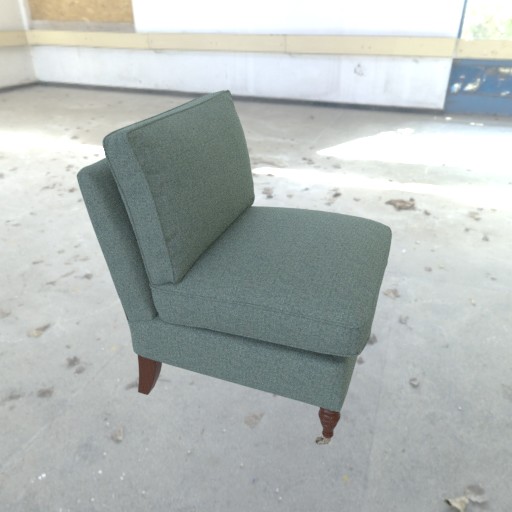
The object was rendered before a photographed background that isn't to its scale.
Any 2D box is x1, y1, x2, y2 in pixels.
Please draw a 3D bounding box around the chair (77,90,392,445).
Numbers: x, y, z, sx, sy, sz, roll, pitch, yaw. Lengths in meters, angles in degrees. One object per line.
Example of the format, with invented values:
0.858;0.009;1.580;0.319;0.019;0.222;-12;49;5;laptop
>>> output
0.000;0.000;1.424;0.796;0.901;0.624;11;32;18;chair
